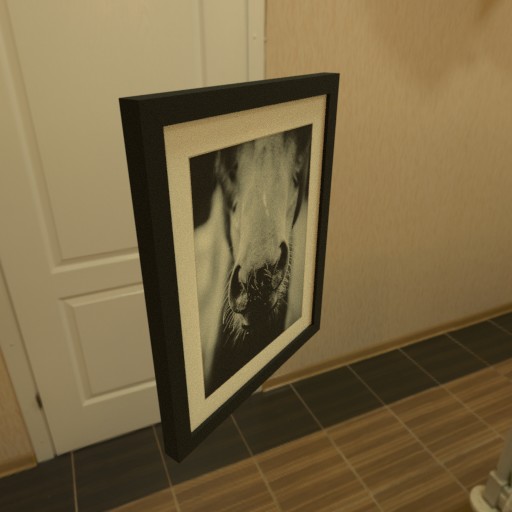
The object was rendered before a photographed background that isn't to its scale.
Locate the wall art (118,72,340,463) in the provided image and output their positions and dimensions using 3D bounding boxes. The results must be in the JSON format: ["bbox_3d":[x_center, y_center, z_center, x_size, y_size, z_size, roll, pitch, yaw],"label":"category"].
[{"bbox_3d":[0.000,0.000,0.763,0.033,0.559,0.457,19,32,32],"label":"wall art"}]
